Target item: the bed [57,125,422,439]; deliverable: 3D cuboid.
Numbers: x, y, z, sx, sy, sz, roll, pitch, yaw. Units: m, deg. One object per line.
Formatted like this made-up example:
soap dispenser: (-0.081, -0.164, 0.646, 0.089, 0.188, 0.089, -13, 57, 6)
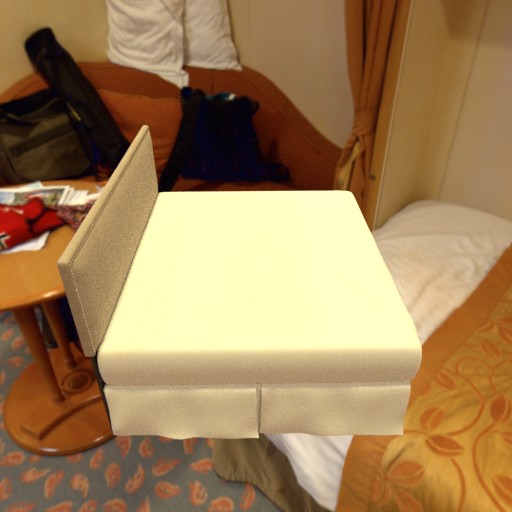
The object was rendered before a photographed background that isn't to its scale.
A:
bed: (0.000, 0.000, 3.328, 1.914, 1.346, 2.170, -1, 34, -1)
